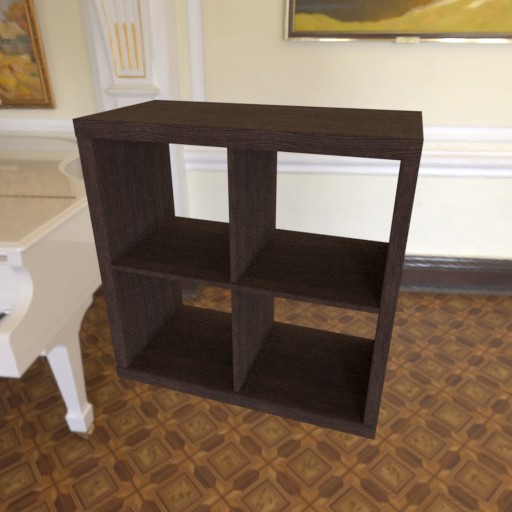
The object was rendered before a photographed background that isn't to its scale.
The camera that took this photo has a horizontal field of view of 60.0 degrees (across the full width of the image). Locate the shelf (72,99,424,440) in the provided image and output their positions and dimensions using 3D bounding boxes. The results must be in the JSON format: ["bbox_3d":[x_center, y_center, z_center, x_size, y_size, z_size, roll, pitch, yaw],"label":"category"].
[{"bbox_3d":[0.000,0.000,1.281,0.790,0.786,0.390,8,27,16],"label":"shelf"}]
